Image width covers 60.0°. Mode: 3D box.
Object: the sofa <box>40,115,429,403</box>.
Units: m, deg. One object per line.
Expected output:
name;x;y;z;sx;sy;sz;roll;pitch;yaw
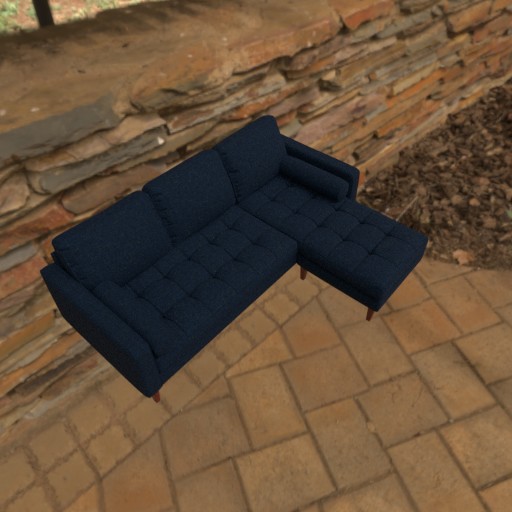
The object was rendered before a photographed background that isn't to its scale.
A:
sofa;0.000;0.000;2.982;1.613;0.841;2.185;32;54;27
